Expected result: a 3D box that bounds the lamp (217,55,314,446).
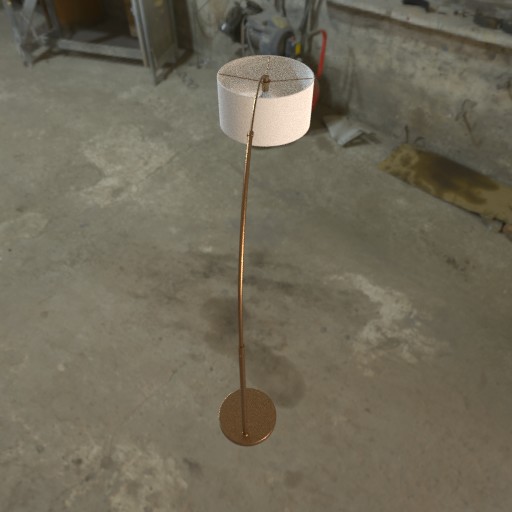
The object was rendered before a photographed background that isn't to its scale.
[{"bbox_3d":[0.000,0.000,2.538,0.493,1.927,1.434,4,47,4],"label":"lamp"}]
